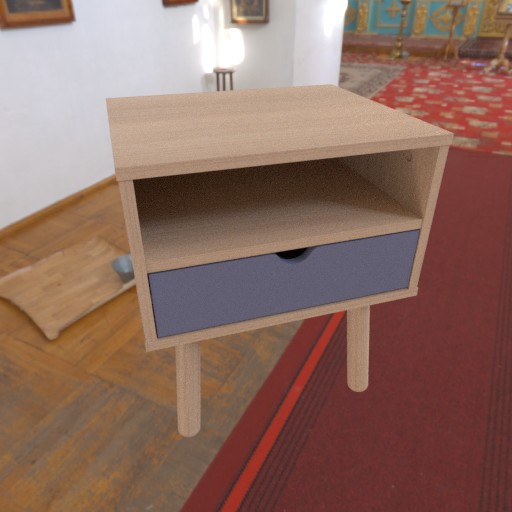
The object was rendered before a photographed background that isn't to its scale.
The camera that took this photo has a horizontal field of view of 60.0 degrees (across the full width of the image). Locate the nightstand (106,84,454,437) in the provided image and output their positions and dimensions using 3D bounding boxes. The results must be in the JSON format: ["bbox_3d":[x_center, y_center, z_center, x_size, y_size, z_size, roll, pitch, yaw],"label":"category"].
[{"bbox_3d":[0.000,0.000,0.842,0.450,0.530,0.380,-9,32,-15],"label":"nightstand"}]
